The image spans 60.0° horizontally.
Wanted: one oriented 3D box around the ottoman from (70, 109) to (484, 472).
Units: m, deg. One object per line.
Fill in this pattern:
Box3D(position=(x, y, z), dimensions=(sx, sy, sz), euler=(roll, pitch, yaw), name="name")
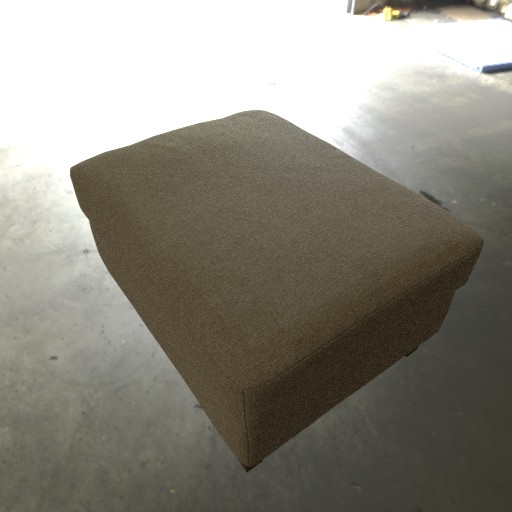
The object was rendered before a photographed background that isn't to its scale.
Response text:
Box3D(position=(0.000, 0.000, 1.245), dimensions=(0.692, 0.511, 0.889), euler=(-26, 48, -26), name="ottoman")
